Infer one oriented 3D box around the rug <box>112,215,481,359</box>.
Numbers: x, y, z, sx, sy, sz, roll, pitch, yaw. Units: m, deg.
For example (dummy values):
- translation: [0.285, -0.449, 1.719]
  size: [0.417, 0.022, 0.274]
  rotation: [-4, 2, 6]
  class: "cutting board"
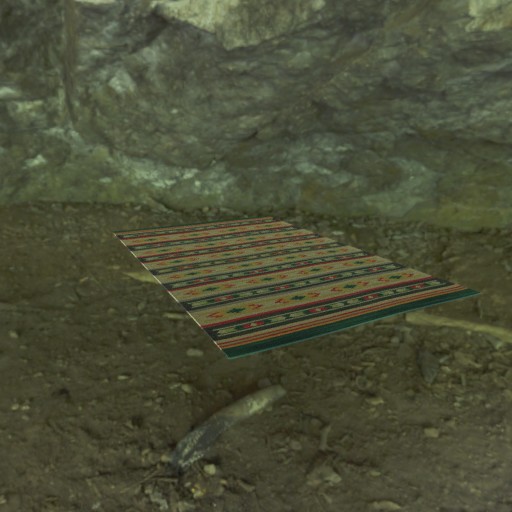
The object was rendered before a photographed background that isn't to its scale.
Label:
- translation: [0.000, 0.000, 3.122]
  size: [1.520, 0.011, 2.447]
  rotation: [-8, 18, -26]
  class: "rug"
